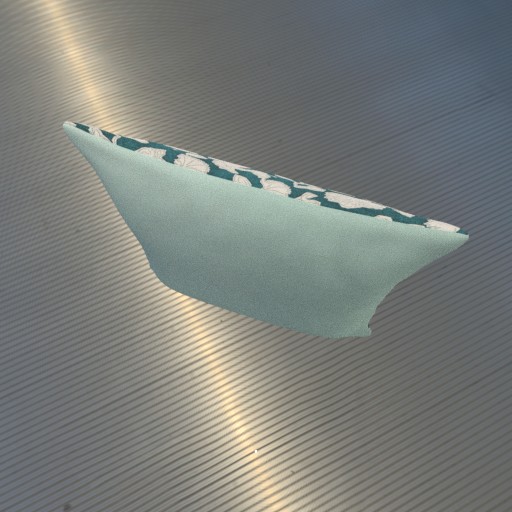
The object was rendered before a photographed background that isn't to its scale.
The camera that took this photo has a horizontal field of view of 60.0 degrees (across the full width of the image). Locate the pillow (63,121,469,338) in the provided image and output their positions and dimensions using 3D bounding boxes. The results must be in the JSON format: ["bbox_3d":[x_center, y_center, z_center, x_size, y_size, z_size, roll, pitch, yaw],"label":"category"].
[{"bbox_3d":[0.000,0.000,0.774,0.525,0.508,0.166,17,67,7],"label":"pillow"}]
